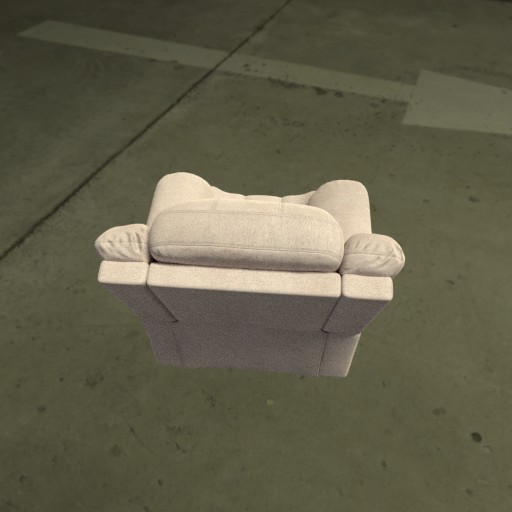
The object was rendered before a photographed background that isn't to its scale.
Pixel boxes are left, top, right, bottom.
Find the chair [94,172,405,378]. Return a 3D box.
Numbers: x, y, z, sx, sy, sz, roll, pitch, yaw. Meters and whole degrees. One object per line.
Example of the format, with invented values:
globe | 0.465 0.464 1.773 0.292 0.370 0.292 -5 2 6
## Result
chair | 0.000 0.000 1.758 0.899 1.008 0.944 3 46 3
